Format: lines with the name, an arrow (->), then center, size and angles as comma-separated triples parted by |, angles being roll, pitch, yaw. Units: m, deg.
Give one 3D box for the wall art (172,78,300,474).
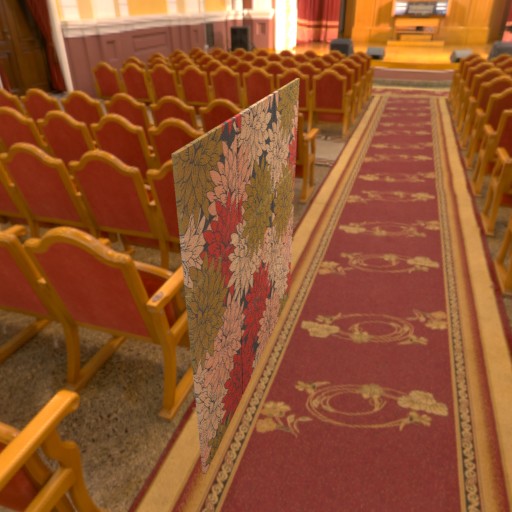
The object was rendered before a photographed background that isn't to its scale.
wall art -> 0.000, 0.000, 1.841 | 0.013, 1.218, 1.206 | 10, 32, 16
